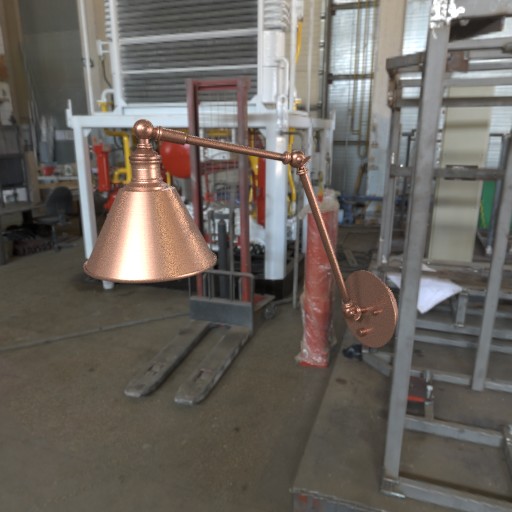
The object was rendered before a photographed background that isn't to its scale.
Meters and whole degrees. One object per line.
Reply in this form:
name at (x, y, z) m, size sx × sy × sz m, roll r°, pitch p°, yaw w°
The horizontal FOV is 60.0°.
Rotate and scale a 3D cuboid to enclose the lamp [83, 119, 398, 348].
lamp at (0.000, 0.000, 0.859) m, size 0.624 × 0.502 × 0.223 m, roll -8°, pitch 17°, yaw -25°
